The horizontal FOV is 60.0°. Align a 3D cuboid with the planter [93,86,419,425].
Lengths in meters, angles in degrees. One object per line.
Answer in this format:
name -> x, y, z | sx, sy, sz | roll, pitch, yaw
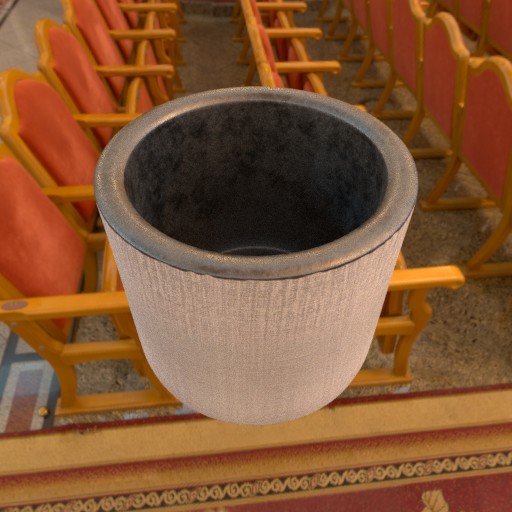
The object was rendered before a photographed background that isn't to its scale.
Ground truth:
planter -> 0.000, 0.000, 0.212 | 0.125, 0.112, 0.125 | 0, 46, 0
